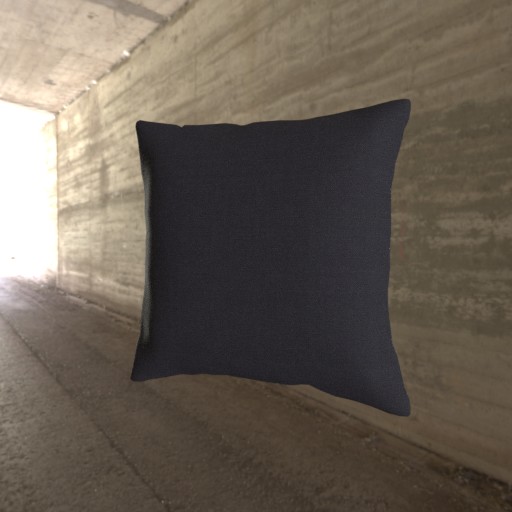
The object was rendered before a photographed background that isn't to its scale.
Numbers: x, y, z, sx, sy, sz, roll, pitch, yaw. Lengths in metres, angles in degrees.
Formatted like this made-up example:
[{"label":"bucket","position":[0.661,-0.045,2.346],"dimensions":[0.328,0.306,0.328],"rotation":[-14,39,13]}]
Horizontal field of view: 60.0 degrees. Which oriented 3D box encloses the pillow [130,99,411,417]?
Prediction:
[{"label":"pillow","position":[0.000,0.000,0.656],"dimensions":[0.436,0.430,0.138],"rotation":[1,2,18]}]
